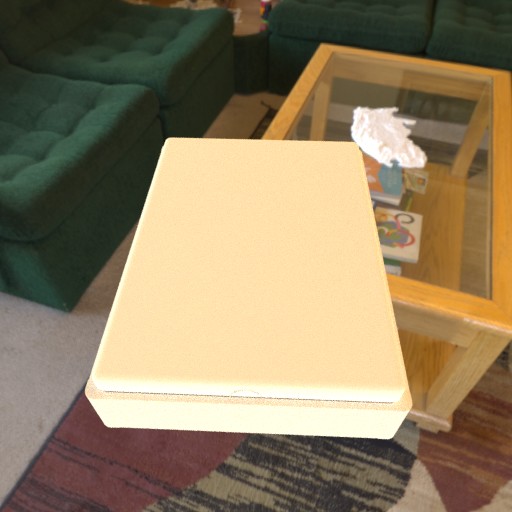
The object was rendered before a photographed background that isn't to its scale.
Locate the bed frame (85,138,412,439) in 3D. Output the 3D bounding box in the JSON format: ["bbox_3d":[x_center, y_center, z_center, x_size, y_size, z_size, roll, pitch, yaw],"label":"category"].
[{"bbox_3d":[0.000,0.000,2.586,1.400,0.406,1.900,2,48,2],"label":"bed frame"}]
